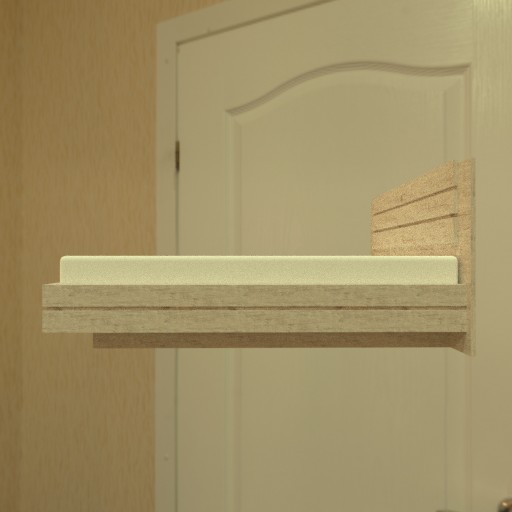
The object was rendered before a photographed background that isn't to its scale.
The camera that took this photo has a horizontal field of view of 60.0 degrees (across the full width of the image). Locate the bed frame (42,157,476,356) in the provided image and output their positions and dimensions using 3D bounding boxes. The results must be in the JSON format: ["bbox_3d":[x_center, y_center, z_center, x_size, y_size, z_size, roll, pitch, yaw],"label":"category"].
[{"bbox_3d":[0.000,0.000,2.983,2.080,0.970,1.750,0,0,-1],"label":"bed frame"}]
